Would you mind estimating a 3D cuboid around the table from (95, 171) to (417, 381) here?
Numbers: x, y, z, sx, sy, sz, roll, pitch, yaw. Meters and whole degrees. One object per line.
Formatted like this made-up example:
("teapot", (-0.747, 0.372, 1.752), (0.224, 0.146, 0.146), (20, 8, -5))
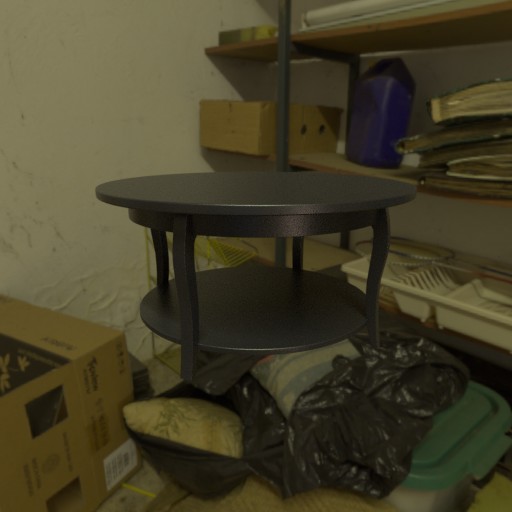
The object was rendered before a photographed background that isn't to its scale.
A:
("table", (0.000, 0.000, 1.393), (0.914, 0.457, 0.914), (0, 15, 0))
